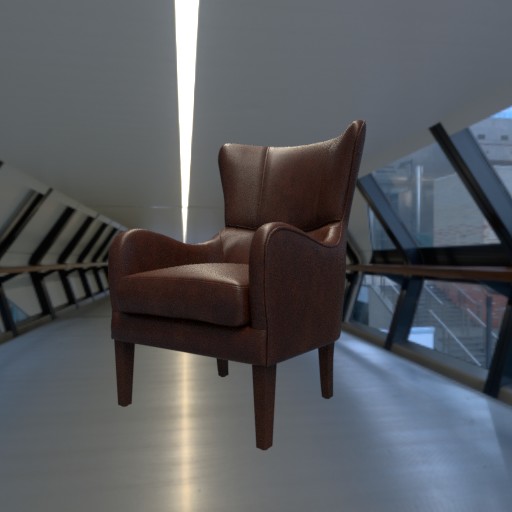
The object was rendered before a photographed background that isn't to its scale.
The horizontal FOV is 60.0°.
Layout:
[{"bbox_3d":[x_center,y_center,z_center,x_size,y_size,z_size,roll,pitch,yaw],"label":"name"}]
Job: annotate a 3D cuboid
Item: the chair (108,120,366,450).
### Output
[{"bbox_3d":[0.000,0.000,1.690,0.692,1.048,0.914,0,1,35],"label":"chair"}]
